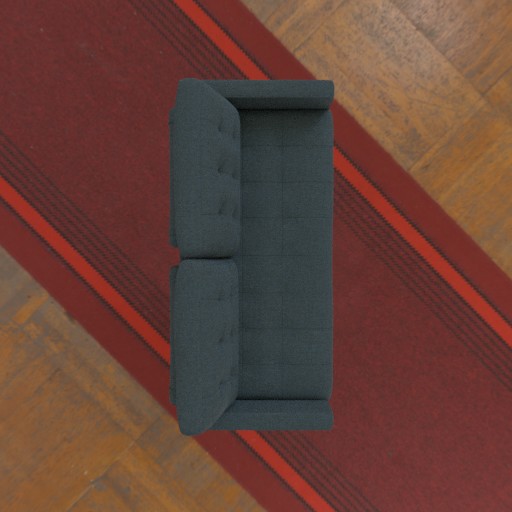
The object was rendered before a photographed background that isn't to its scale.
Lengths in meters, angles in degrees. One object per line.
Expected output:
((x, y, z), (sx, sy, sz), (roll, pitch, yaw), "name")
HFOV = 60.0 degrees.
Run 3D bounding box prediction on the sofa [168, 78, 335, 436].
((0.000, 0.000, 2.664), (0.966, 1.050, 2.010), (0, 91, 0), "sofa")
